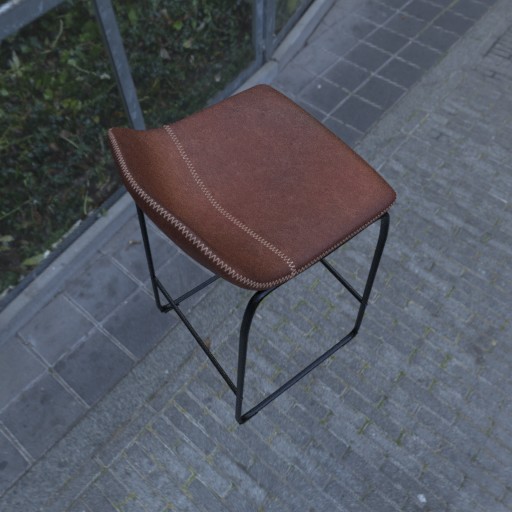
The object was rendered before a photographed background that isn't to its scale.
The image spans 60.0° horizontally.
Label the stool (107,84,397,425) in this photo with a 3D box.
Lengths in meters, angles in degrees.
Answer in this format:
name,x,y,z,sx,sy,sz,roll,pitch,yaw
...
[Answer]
name,x,y,z,sx,sy,sz,roll,pitch,yaw
stool,0.000,0.000,1.088,0.473,0.830,0.454,-32,63,-19
